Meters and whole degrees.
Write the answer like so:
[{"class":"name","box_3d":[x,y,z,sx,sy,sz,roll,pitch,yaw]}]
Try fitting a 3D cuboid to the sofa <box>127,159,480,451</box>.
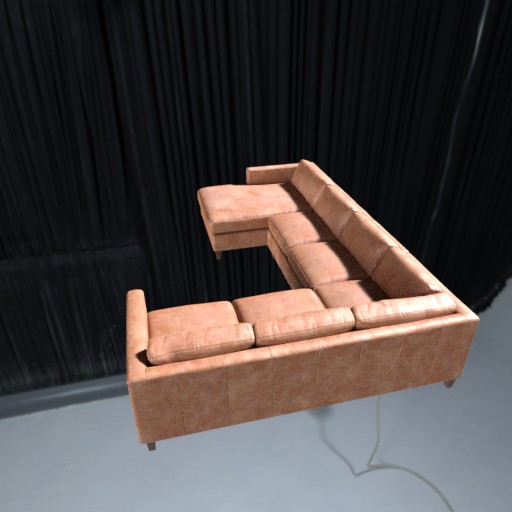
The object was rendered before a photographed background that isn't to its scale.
[{"class":"sofa","box_3d":[0.000,0.000,4.433,2.430,0.832,3.401,-7,32,-12]}]
